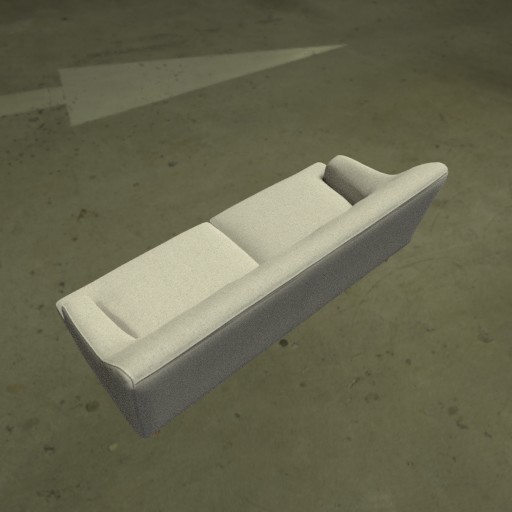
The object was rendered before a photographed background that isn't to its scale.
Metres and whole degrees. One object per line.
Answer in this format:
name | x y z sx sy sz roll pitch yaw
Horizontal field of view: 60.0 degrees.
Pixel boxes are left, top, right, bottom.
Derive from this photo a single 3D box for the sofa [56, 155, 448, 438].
sofa | 0.000 0.000 2.528 2.057 0.871 0.978 -32 54 -26
